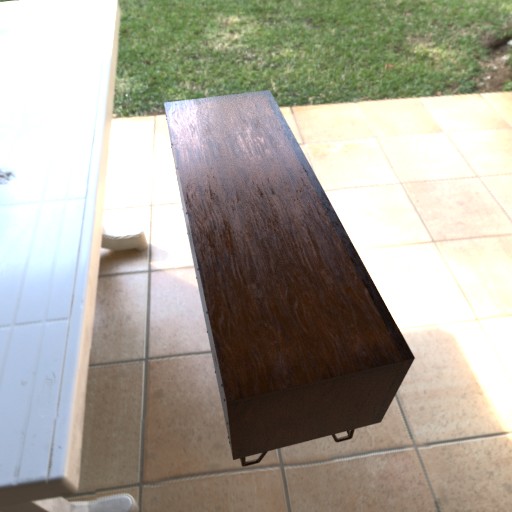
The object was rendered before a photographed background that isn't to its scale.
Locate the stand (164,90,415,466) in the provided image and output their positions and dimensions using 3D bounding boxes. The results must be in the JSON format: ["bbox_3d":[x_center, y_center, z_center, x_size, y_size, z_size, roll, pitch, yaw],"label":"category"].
[{"bbox_3d":[0.000,0.000,1.716,0.481,0.610,1.372,-10,49,-9],"label":"stand"}]
